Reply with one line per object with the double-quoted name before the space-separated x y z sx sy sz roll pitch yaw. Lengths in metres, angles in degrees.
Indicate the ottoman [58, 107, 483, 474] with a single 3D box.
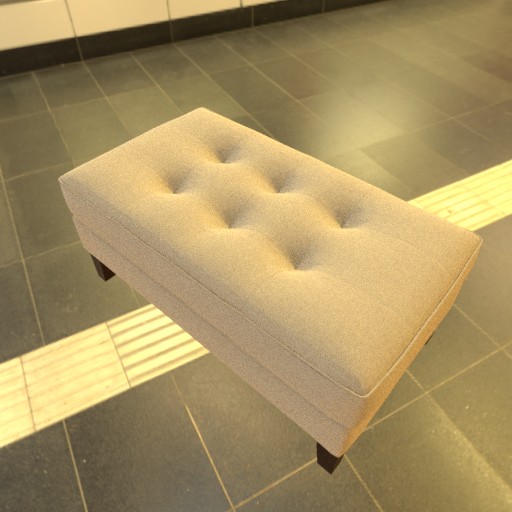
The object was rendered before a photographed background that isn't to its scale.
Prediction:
"ottoman" 0.000 0.000 1.430 1.143 0.508 0.648 33 54 28
